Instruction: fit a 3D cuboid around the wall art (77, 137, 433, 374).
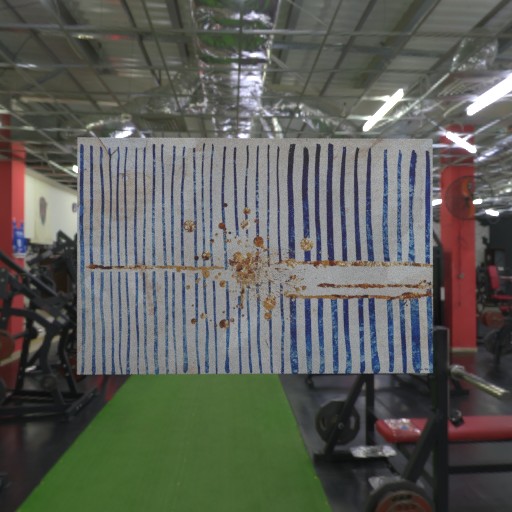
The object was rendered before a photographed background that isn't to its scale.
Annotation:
[{"bbox_3d":[0.000,0.000,1.442,1.143,0.757,0.038,0,0,-1],"label":"wall art"}]
